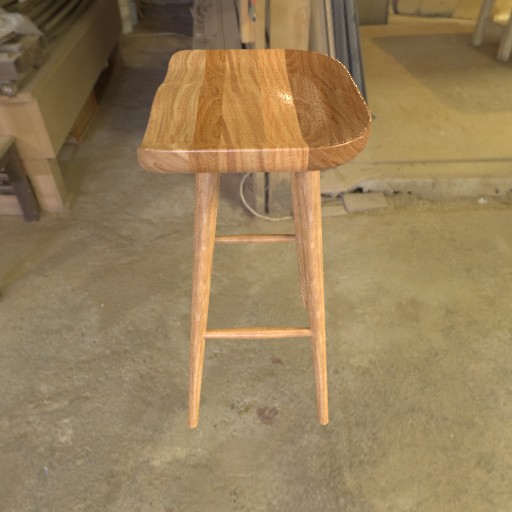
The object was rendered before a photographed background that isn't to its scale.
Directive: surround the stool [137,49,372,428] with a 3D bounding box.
[{"bbox_3d":[0.000,0.000,0.924,0.322,0.698,0.407,-1,41,-1],"label":"stool"}]
